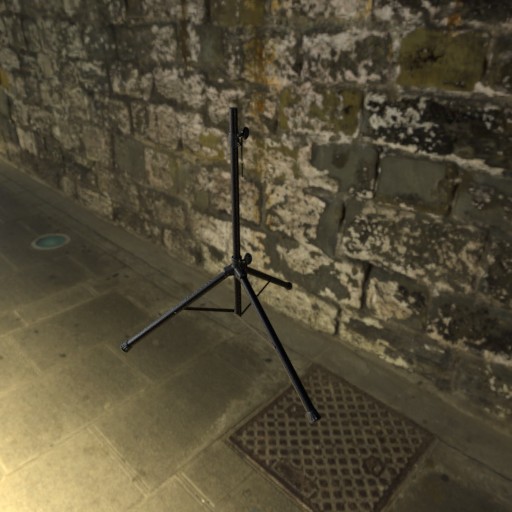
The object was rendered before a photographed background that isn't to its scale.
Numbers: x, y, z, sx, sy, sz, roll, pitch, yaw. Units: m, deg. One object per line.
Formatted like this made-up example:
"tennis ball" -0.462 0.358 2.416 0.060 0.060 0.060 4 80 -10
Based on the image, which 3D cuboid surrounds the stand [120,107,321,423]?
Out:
"stand" 0.000 0.000 1.836 1.045 1.136 0.907 -17 33 -28
